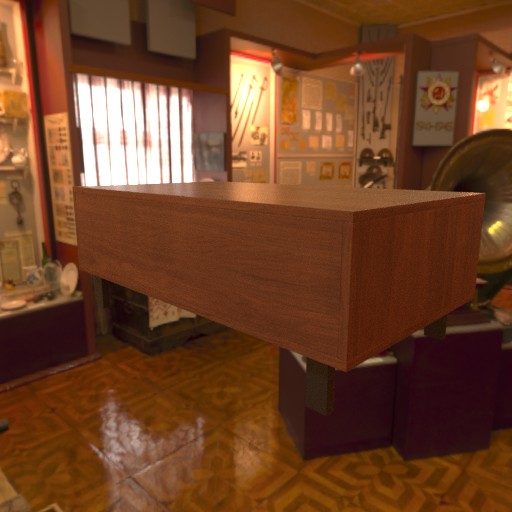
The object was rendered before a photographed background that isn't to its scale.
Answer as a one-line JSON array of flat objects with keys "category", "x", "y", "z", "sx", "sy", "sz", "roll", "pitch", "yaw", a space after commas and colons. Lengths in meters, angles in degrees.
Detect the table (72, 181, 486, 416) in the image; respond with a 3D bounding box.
[{"category": "table", "x": 0.000, "y": 0.000, "z": 1.275, "sx": 0.600, "sy": 0.380, "sz": 1.020, "roll": -12, "pitch": 17, "yaw": -44}]
